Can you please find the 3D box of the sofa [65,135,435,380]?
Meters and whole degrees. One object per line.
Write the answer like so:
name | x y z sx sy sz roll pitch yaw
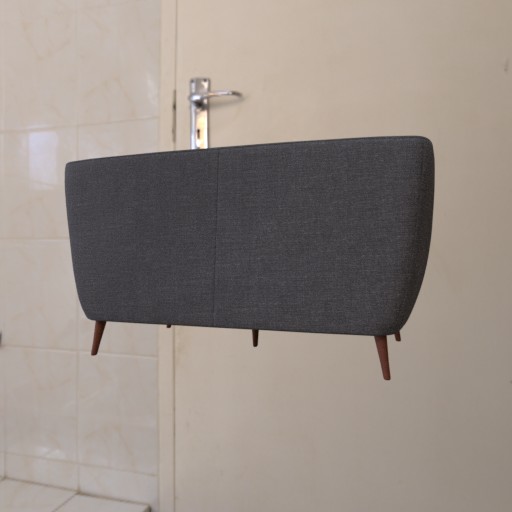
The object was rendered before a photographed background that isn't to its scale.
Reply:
sofa | 0.000 0.000 2.179 1.646 0.887 0.976 0 0 18
